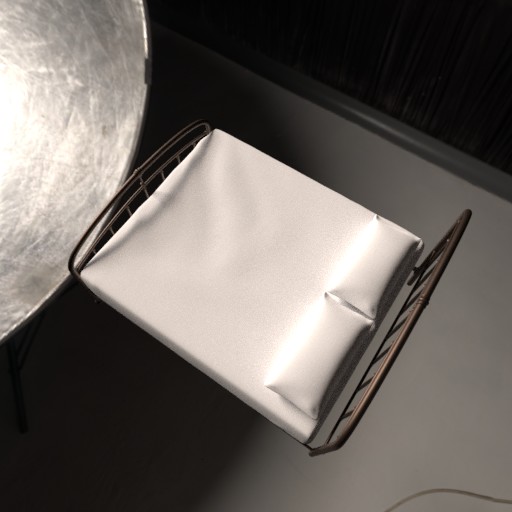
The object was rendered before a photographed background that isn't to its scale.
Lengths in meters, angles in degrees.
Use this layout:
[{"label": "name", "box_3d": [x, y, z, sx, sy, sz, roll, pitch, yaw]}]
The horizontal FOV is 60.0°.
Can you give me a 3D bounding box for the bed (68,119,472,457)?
[{"label": "bed", "box_3d": [0.000, 0.000, 3.195, 2.180, 1.425, 1.711, 32, 68, 14]}]
